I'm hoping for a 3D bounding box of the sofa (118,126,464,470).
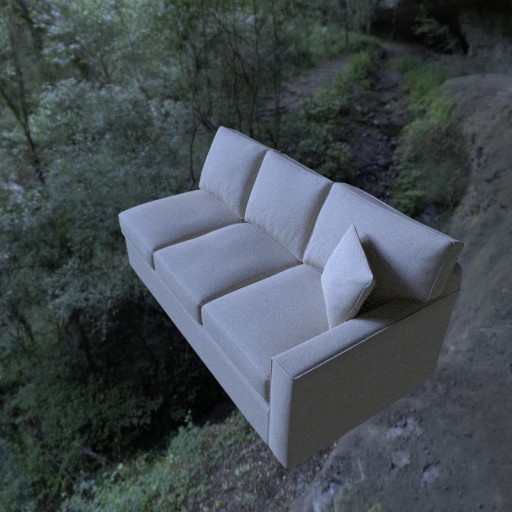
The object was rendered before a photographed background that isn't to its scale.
[{"bbox_3d":[0.000,0.000,2.599,1.034,0.946,1.963,-20,38,-28],"label":"sofa"}]
